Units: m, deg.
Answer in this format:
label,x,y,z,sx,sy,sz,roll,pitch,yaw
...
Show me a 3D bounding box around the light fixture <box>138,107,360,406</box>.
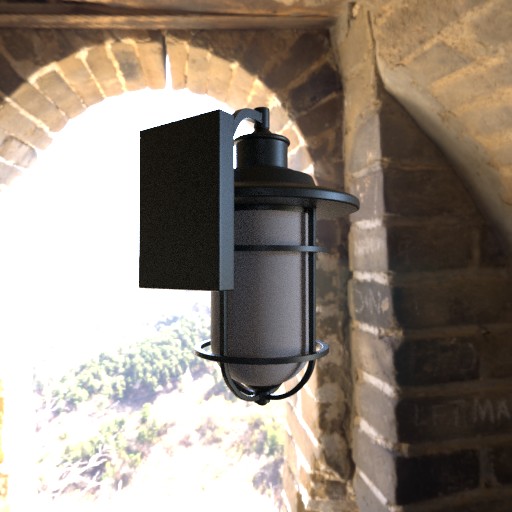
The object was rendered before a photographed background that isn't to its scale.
label,x,y,z,sx,sy,sz,roll,pitch,yaw
light fixture,0.000,0.000,0.507,0.222,0.345,0.252,-1,-2,36
